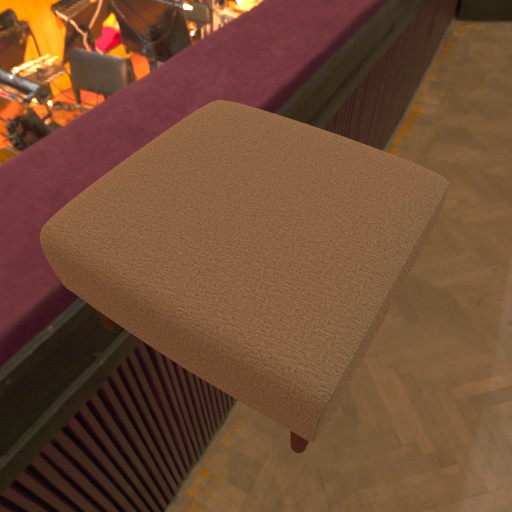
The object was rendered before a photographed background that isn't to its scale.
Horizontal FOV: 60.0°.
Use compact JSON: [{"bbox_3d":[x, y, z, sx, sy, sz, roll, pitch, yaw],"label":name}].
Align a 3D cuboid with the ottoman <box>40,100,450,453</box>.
[{"bbox_3d":[0.000,0.000,1.045,0.650,0.398,0.649,26,53,21],"label":"ottoman"}]
